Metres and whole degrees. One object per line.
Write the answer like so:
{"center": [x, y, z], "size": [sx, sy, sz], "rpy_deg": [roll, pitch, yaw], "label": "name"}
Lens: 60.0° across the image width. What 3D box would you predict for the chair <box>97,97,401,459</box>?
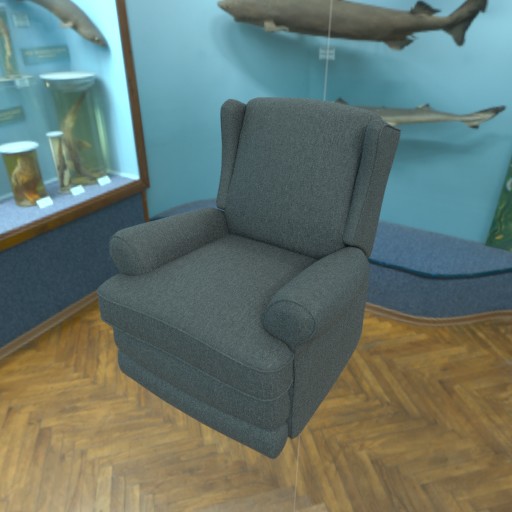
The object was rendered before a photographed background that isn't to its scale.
{"center": [0.000, 0.000, 1.665], "size": [0.847, 1.011, 0.969], "rpy_deg": [18, 35, 29], "label": "chair"}
